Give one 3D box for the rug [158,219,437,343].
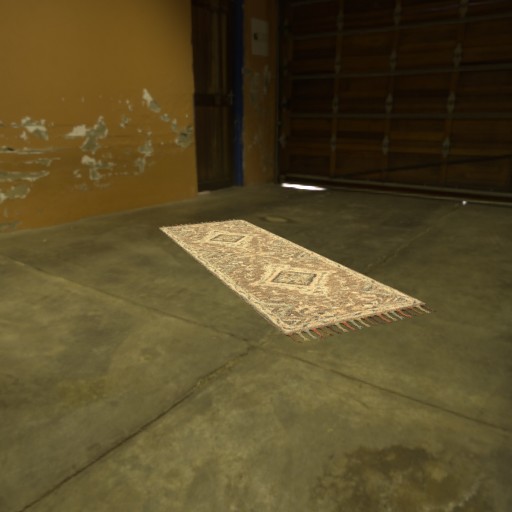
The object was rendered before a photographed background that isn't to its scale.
[{"bbox_3d":[0.000,0.000,2.824,1.324,0.018,2.378,-3,17,-9],"label":"rug"}]
